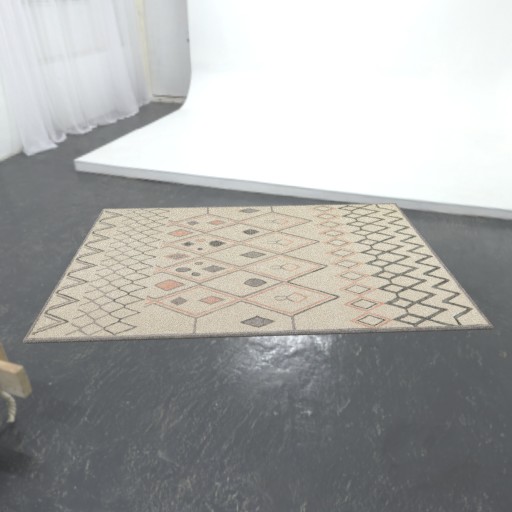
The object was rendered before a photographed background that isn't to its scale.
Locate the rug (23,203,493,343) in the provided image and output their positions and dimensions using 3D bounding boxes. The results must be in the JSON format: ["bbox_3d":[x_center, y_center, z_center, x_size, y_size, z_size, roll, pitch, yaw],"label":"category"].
[{"bbox_3d":[0.000,0.000,2.241,1.829,0.016,1.219,-1,30,-2],"label":"rug"}]
